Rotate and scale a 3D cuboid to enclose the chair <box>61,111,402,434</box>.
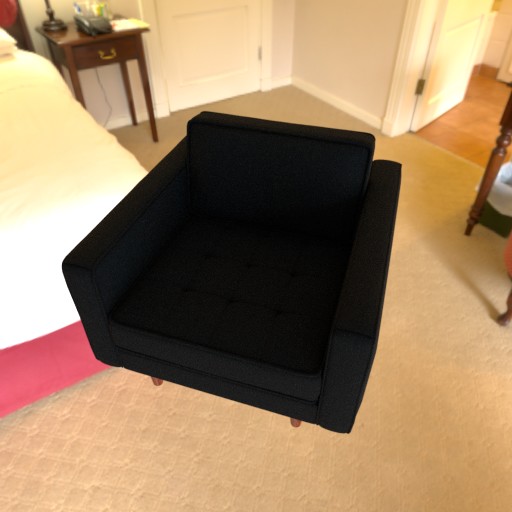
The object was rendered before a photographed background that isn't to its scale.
[{"bbox_3d":[0.000,0.000,1.583,0.899,0.770,0.920,12,42,14],"label":"chair"}]
